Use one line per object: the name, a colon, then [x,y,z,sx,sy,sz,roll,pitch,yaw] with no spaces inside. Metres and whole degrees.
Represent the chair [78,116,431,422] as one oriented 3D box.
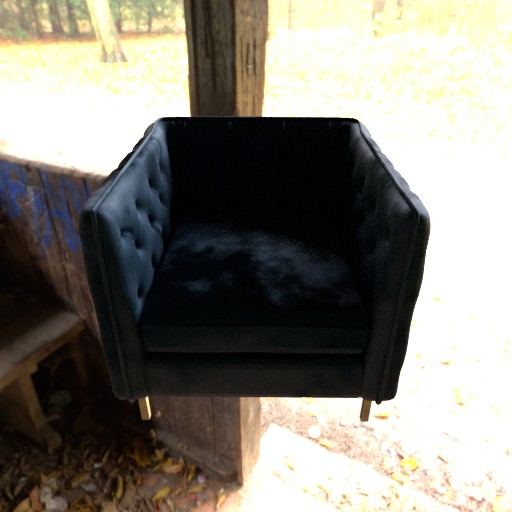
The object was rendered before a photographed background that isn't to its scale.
chair: [0.000,0.000,1.550,0.868,0.771,0.877,0,30,1]
